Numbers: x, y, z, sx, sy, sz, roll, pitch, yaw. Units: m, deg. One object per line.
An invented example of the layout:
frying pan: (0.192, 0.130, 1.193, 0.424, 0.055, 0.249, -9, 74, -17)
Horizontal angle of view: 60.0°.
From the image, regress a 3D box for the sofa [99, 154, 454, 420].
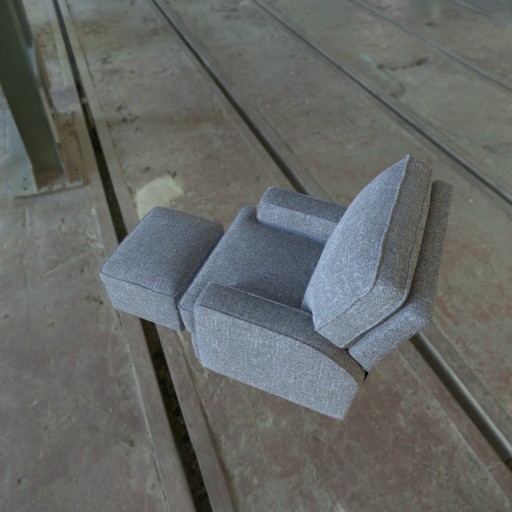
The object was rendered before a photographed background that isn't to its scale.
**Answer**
sofa: (0.000, 0.000, 2.046, 1.472, 0.959, 0.861, 17, 48, 15)
